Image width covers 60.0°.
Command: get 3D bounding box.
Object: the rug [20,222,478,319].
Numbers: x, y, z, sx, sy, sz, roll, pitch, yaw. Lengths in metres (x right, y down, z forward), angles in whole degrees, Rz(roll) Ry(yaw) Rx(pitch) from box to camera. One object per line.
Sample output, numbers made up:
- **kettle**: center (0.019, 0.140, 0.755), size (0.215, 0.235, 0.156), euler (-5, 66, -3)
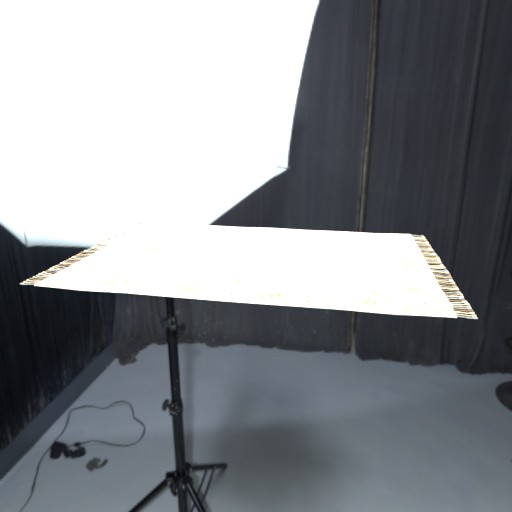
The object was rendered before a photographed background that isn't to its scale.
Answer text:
- **rug**: center (0.000, 0.000, 2.310), size (1.861, 0.017, 1.218), euler (3, 18, 10)
